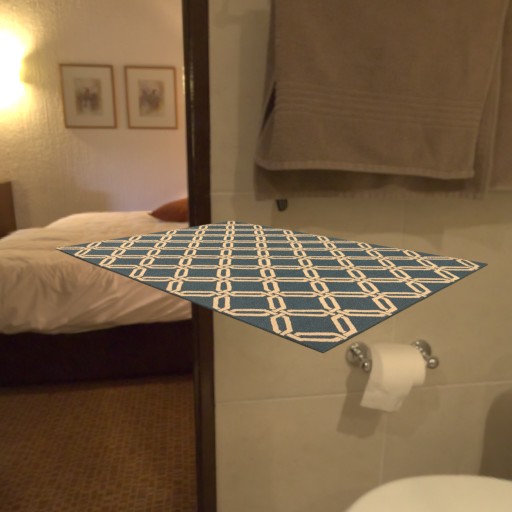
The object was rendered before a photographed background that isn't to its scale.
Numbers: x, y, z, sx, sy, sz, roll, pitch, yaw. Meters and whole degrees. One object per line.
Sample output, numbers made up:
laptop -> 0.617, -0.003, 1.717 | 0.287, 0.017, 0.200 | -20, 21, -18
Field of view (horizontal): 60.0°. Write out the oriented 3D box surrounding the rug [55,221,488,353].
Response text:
rug -> 0.000, 0.000, 4.198 | 3.342, 0.018, 2.432 | 13, 19, 43
